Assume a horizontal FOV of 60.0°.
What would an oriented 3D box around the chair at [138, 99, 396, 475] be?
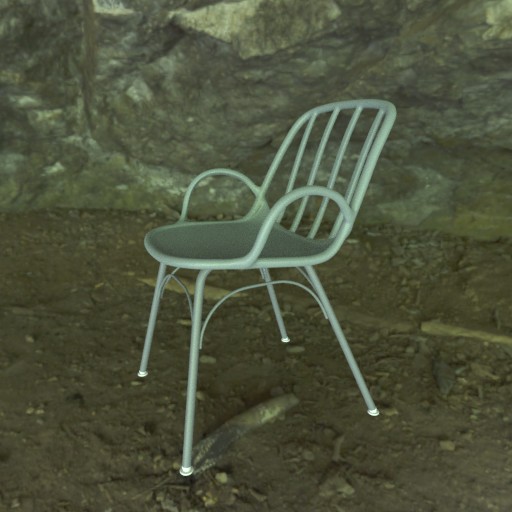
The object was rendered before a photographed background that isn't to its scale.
[{"bbox_3d":[0.000,0.000,1.202,0.597,0.816,0.549,-7,17,-25],"label":"chair"}]
